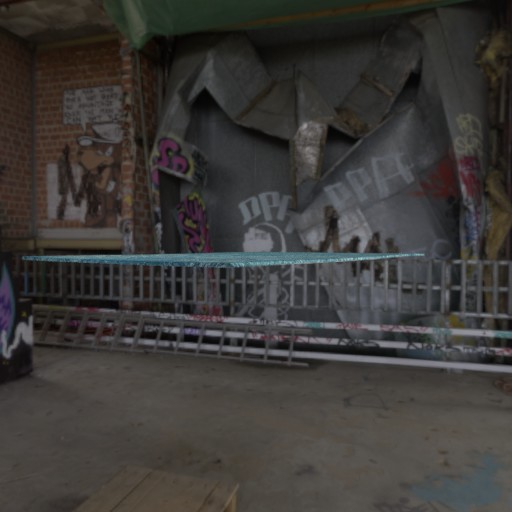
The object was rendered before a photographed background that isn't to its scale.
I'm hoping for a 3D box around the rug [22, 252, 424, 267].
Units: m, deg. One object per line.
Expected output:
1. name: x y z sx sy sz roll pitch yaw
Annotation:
1. rug: 0.000 0.000 2.181 1.136 0.017 1.728 1 2 37
